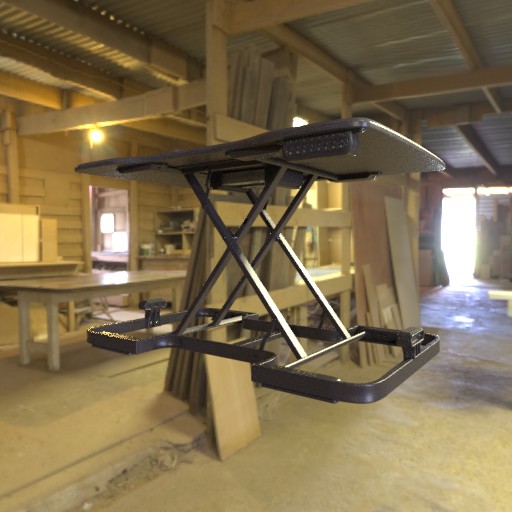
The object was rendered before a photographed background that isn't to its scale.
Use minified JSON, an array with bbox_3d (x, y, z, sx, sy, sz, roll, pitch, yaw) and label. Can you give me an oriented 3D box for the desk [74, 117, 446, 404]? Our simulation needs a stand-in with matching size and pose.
[{"bbox_3d":[0.000,0.000,1.140,0.820,0.470,0.546,1,3,36],"label":"desk"}]
